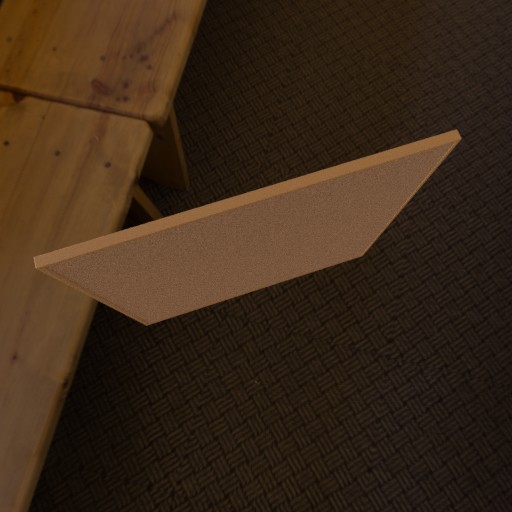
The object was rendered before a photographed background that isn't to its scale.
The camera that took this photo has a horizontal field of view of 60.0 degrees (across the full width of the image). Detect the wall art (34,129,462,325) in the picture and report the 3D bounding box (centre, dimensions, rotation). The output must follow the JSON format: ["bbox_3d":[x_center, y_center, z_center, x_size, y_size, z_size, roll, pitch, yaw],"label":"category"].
[{"bbox_3d":[0.000,0.000,0.673,0.457,0.455,0.013,-18,75,-5],"label":"wall art"}]
